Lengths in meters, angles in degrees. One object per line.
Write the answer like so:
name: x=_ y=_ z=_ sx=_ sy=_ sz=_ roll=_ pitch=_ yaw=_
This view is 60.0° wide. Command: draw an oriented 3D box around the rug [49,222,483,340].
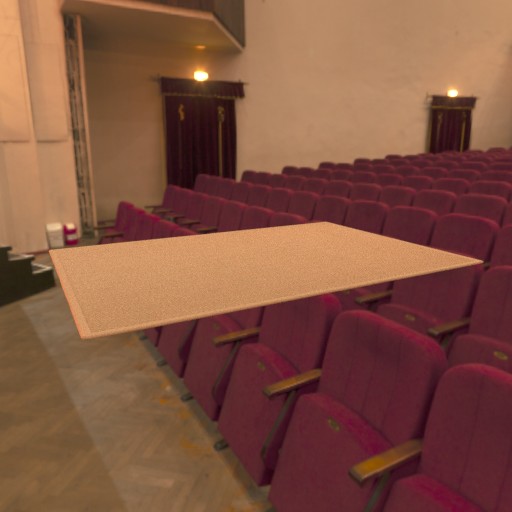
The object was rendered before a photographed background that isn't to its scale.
rug: x=0.000 y=0.000 z=2.754 sx=2.244 sy=0.017 sz=1.532 roll=-8 pitch=16 yaw=-27
